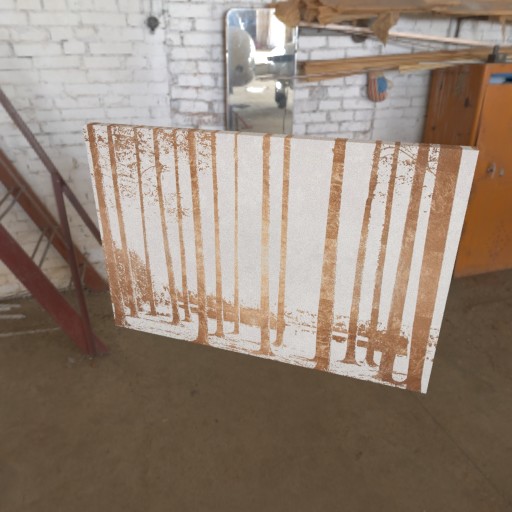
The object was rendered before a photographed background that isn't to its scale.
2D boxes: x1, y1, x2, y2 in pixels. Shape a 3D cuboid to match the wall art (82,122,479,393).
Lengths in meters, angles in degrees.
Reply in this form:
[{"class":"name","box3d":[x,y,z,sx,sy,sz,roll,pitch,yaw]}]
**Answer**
[{"class":"wall art","box3d":[0.000,0.000,1.129,0.914,0.609,0.035,9,27,17]}]
